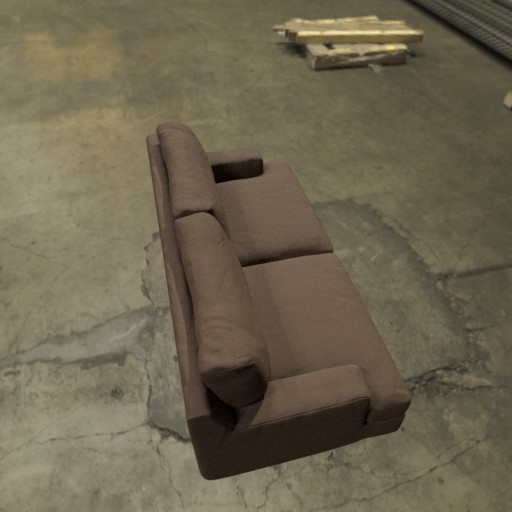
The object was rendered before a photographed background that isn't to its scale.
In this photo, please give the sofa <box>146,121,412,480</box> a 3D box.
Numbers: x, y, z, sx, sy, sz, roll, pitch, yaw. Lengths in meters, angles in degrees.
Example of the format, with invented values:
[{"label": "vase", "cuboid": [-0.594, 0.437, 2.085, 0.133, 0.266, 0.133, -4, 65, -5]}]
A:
[{"label": "sofa", "cuboid": [0.000, 0.000, 2.832, 1.140, 0.950, 2.274, -10, 46, -10]}]
